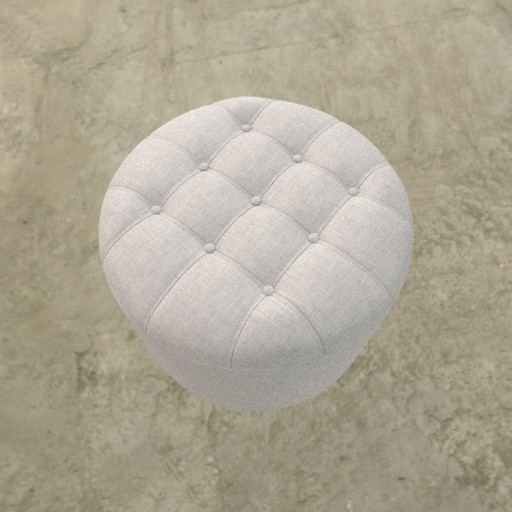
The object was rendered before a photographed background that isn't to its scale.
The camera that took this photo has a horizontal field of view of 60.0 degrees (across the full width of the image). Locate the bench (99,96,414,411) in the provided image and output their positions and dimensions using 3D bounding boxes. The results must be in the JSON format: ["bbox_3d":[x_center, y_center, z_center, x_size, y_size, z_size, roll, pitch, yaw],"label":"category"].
[{"bbox_3d":[0.000,0.000,0.990,0.600,0.453,0.600,0,61,0],"label":"bench"}]
